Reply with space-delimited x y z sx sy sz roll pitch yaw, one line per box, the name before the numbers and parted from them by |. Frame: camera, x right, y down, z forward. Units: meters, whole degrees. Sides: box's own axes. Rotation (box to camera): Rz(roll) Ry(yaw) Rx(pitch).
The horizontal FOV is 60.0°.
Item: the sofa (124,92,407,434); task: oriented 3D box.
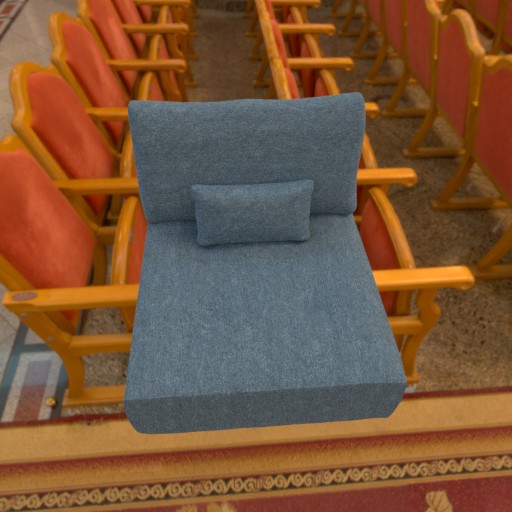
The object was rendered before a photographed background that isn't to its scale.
sofa | 0.000 0.000 1.670 0.930 0.820 1.000 -3 47 -3
